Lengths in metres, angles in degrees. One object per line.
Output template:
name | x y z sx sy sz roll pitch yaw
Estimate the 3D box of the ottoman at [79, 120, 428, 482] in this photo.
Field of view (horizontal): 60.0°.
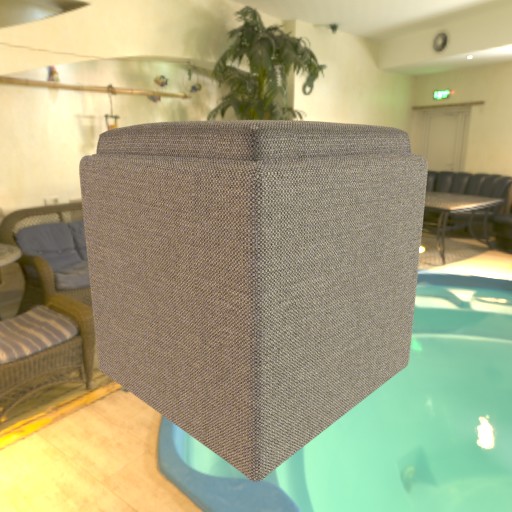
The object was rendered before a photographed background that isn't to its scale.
ottoman | 0.000 0.000 0.827 0.436 0.487 0.454 14 20 42
